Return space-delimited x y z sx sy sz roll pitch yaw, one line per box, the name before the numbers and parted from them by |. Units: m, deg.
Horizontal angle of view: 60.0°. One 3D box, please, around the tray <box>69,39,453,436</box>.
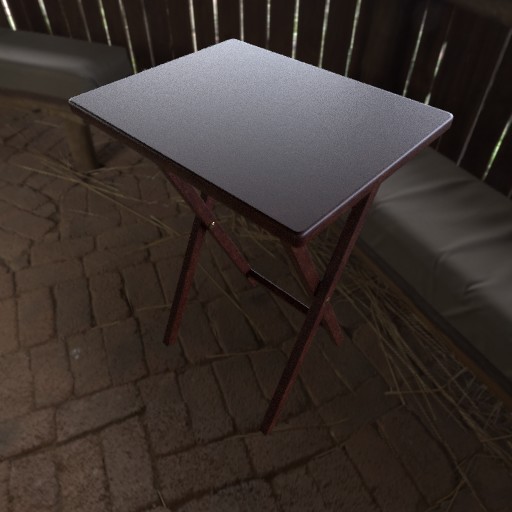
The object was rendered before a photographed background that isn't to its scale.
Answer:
tray | 0.000 0.000 0.928 0.483 0.660 0.381 33 54 29
